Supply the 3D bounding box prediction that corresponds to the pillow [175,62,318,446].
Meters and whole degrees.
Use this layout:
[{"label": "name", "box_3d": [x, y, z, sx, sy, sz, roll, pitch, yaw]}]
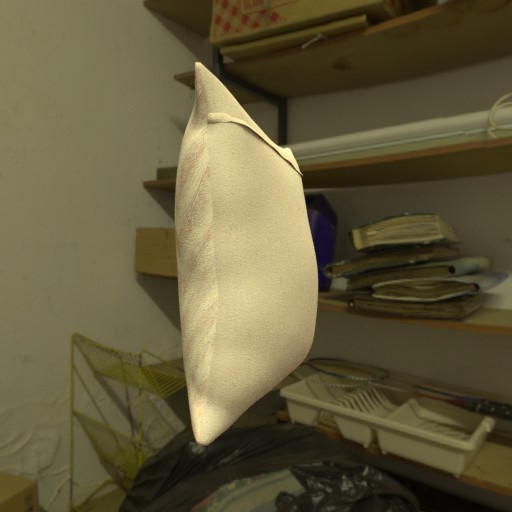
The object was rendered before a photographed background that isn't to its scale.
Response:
[{"label": "pillow", "box_3d": [0.000, 0.000, 0.697, 0.182, 0.441, 0.440, 0, -1, 18]}]
